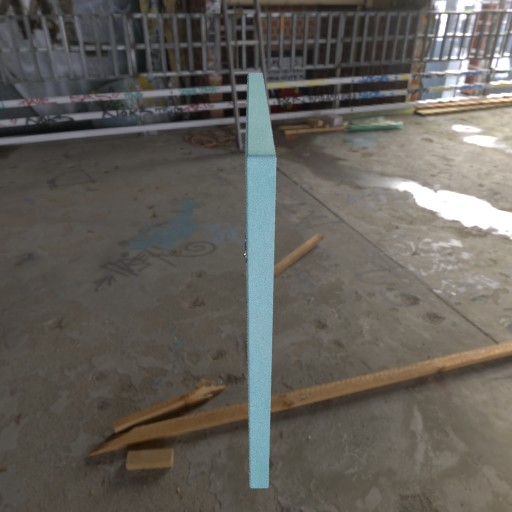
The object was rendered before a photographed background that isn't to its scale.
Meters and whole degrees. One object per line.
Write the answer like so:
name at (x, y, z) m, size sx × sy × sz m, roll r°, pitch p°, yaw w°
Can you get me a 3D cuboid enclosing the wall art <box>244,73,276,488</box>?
wall art at (0.000, 0.000, 1.583) m, size 0.070 × 1.073 × 1.071 m, roll 0°, pitch 30°, yaw -1°
